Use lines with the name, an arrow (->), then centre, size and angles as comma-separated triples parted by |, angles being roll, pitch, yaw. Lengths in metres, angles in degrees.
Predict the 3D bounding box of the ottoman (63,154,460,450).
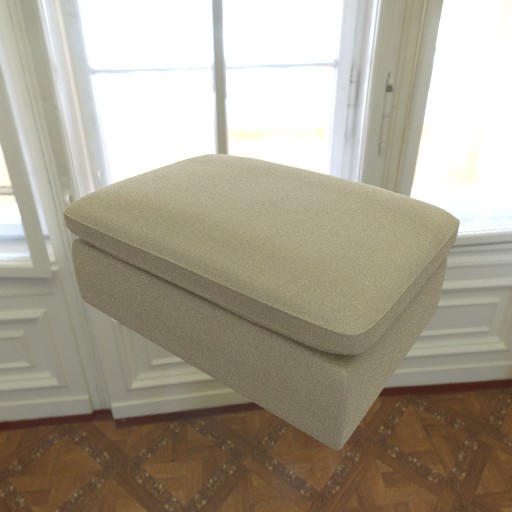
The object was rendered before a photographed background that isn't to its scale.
ottoman -> 0.000, 0.000, 1.342 | 0.984, 0.453, 0.686 | 20, 35, 32
